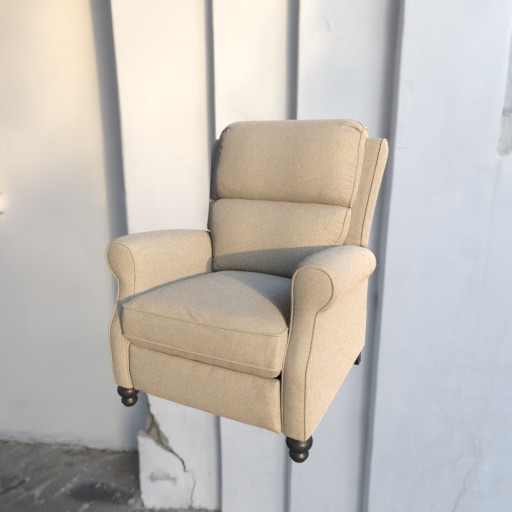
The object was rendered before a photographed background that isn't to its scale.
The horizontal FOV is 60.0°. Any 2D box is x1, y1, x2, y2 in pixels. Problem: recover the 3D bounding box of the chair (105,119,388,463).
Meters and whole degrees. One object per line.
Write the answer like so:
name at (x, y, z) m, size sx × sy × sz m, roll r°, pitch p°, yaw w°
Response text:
chair at (0.000, 0.000, 1.730) m, size 0.859 × 1.046 × 0.919 m, roll 7°, pitch 16°, yaw 25°
